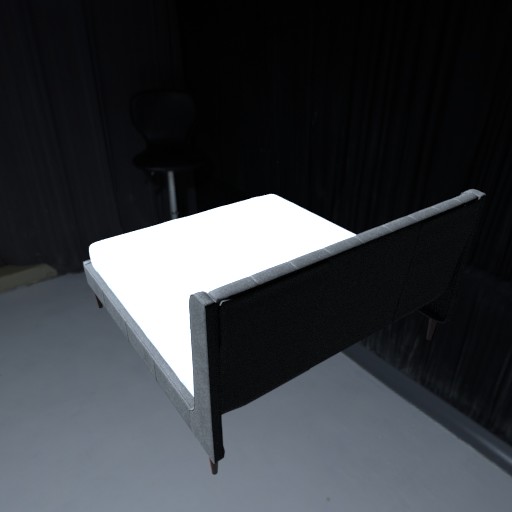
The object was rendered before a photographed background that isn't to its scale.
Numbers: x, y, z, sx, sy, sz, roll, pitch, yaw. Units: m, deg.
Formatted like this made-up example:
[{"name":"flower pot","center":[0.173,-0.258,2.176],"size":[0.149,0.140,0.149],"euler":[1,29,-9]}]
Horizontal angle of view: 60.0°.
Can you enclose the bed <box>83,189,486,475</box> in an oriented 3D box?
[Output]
[{"name":"bed","center":[0.000,0.000,2.509],"size":[1.531,0.933,1.638],"euler":[-20,35,-30]}]
